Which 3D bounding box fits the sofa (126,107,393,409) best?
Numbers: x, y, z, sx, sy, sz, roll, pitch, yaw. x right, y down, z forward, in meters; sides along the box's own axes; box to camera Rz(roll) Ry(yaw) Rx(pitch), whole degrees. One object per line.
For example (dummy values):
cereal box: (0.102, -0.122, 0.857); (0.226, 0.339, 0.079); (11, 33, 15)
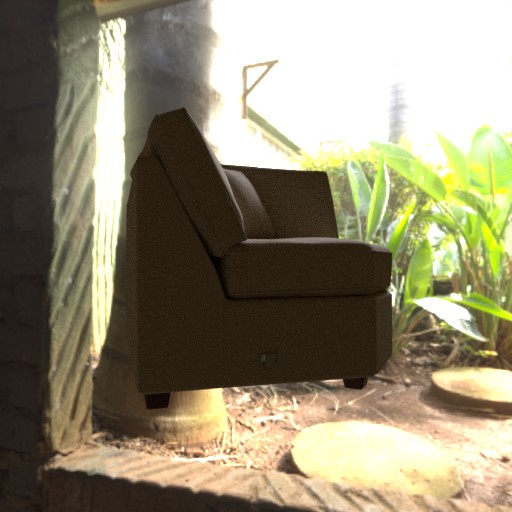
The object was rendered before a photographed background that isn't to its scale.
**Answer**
sofa: (0.000, 0.000, 1.880); (1.042, 0.937, 1.050); (0, -1, -17)
